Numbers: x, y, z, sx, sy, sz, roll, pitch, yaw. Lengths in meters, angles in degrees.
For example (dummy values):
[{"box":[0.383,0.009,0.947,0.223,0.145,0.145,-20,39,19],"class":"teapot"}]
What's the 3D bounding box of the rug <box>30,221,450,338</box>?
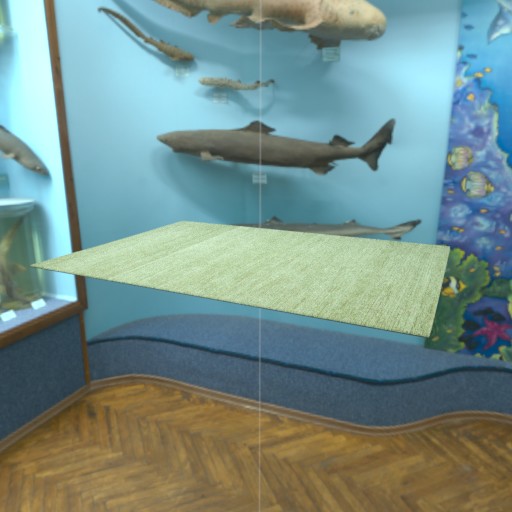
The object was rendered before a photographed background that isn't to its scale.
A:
[{"box":[0.000,0.000,2.899,2.270,0.017,1.606,7,17,25],"class":"rug"}]
